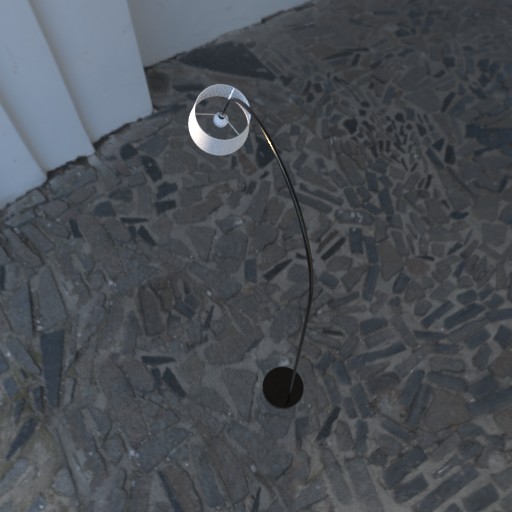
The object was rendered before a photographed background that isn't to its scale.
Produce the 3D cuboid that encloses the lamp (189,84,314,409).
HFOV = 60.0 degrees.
[{"bbox_3d":[0.000,0.000,2.629,0.331,2.104,1.363,-19,60,-11],"label":"lamp"}]
